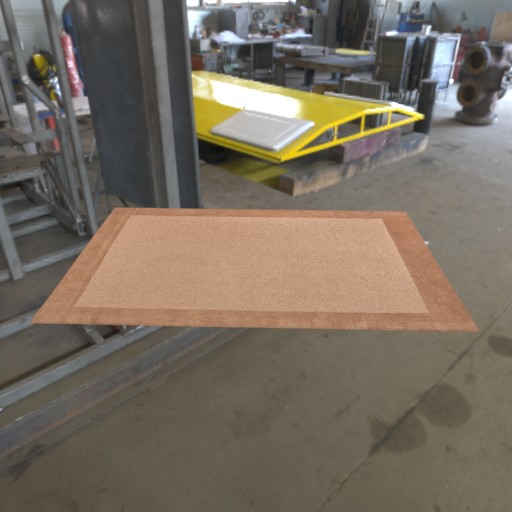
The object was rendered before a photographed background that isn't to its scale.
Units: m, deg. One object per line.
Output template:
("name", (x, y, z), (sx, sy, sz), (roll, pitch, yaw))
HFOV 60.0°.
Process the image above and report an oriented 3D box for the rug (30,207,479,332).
("rug", (0.000, 0.000, 3.053), (2.438, 0.014, 1.524), (1, 30, 2))
